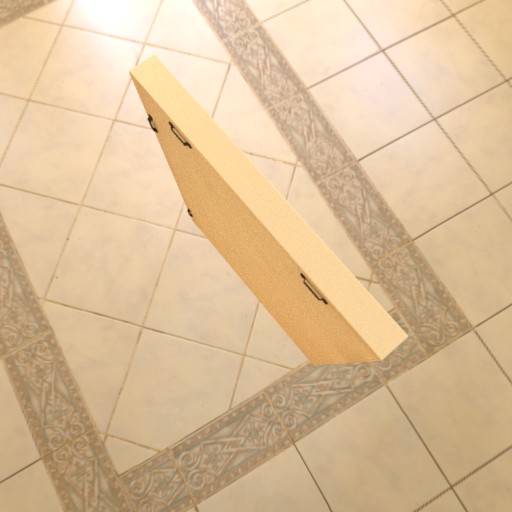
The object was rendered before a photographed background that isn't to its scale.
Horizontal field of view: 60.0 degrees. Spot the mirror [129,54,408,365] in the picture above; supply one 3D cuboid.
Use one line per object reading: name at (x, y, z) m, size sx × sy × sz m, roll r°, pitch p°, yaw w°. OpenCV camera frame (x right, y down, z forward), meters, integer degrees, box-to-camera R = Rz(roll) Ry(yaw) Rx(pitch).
mirror at (0.000, 0.000, 0.700) m, size 0.041 × 0.508 × 0.405 m, roll -39°, pitch 79°, yaw -9°
